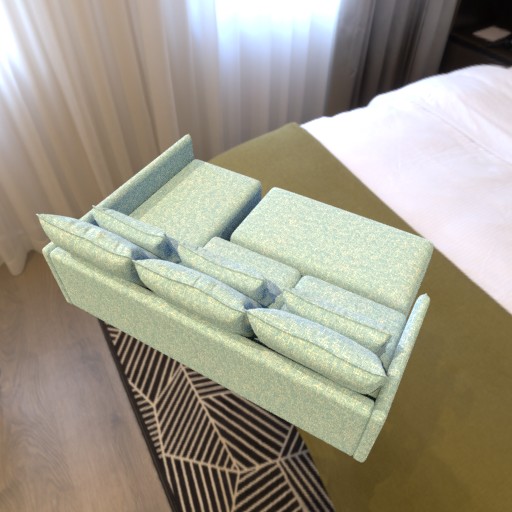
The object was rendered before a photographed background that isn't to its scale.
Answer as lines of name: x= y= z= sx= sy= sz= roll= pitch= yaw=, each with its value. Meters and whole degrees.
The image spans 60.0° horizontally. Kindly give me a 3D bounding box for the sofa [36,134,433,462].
sofa: x=0.000 y=0.000 z=2.728 sx=2.034 sy=0.899 sz=1.420 roll=23 pitch=51 yaw=20
